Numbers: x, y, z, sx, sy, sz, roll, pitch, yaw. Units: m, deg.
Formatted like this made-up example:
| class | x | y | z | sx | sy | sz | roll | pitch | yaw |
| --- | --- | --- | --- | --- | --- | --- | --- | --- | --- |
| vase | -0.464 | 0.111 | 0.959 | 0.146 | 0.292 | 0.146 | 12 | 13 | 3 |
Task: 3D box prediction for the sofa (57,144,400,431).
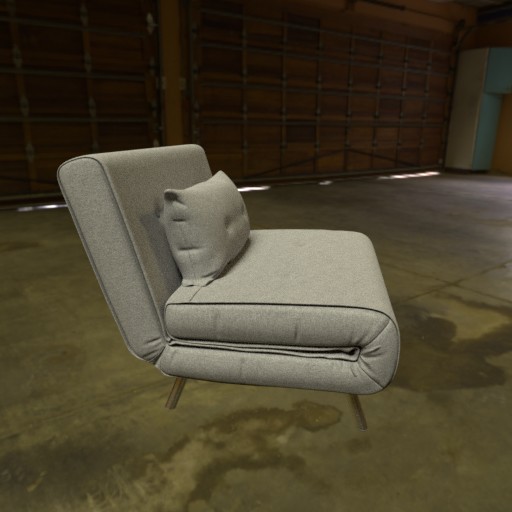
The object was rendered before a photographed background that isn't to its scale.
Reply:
| class | x | y | z | sx | sy | sz | roll | pitch | yaw |
| --- | --- | --- | --- | --- | --- | --- | --- | --- | --- |
| sofa | 0.000 | 0.000 | 1.755 | 1.000 | 0.825 | 1.020 | 3 | 16 | 10 |
